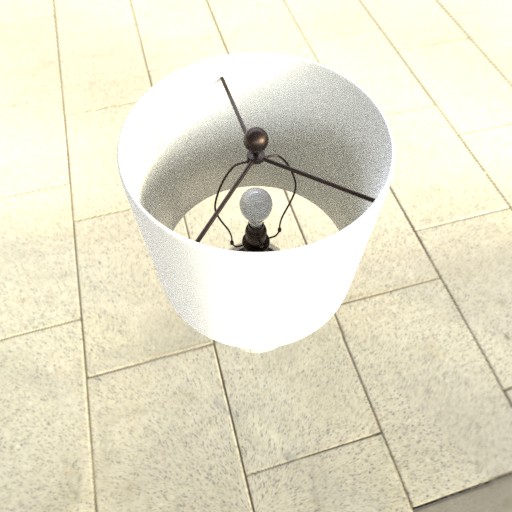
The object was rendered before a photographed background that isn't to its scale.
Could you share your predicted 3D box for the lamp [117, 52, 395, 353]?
[{"bbox_3d":[0.000,0.000,0.760,0.328,0.570,0.328,0,59,0],"label":"lamp"}]
